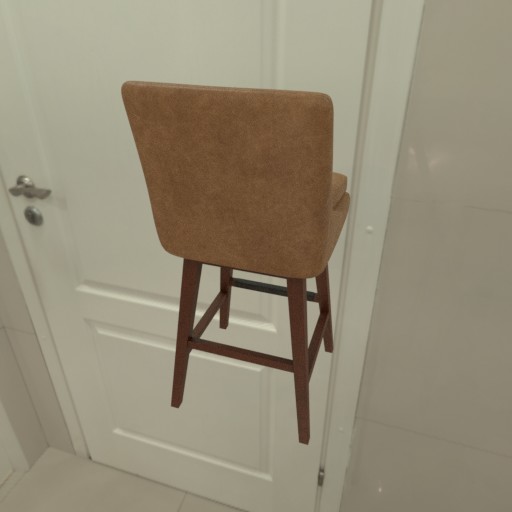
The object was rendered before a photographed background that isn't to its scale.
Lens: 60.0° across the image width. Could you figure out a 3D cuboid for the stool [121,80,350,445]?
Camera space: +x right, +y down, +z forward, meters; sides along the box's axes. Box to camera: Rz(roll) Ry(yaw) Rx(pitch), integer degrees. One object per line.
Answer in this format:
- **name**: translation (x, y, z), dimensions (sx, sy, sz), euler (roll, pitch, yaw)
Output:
- **stool**: translation (0.000, 0.000, 1.370), dimensions (0.487, 1.079, 0.572), euler (10, 32, 16)
